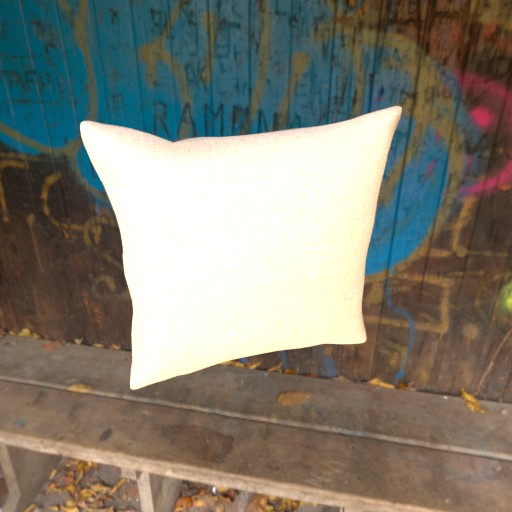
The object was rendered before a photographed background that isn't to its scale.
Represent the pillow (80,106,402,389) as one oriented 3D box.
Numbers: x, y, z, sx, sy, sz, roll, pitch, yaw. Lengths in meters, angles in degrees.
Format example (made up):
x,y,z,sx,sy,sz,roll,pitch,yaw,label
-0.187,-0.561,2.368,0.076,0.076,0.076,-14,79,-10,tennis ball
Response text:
x,y,z,sx,sy,sz,roll,pitch,yaw,label
0.000,0.000,0.639,0.414,0.399,0.173,-8,28,-15,pillow
